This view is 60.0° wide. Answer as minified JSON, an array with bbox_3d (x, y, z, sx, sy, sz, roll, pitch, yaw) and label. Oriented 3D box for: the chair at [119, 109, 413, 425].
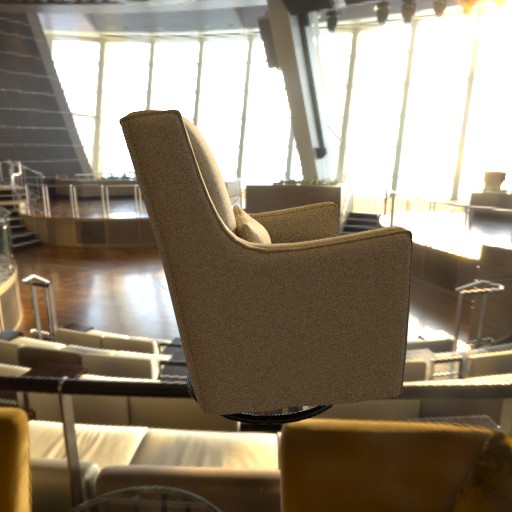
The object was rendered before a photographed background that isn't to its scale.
[{"bbox_3d":[0.000,0.000,1.611,0.879,0.993,0.732,-2,14,-10],"label":"chair"}]
